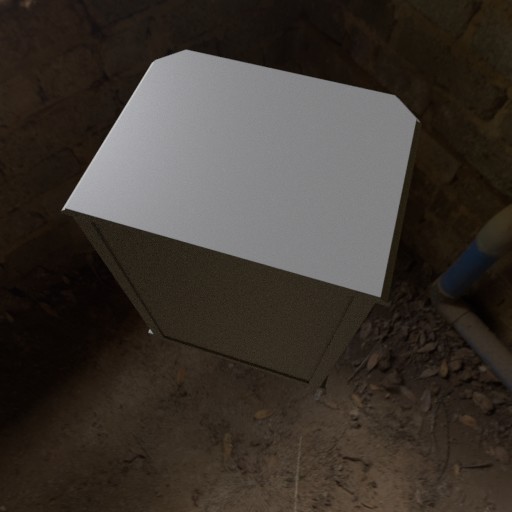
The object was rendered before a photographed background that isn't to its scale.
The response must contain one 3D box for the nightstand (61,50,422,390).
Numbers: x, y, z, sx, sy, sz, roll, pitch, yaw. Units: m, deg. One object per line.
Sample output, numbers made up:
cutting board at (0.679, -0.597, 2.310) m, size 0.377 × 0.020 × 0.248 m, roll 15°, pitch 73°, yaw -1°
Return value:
nightstand at (0.000, 0.000, 0.942) m, size 0.450 × 0.680 × 0.350 m, roll 16°, pitch 64°, yaw 8°
